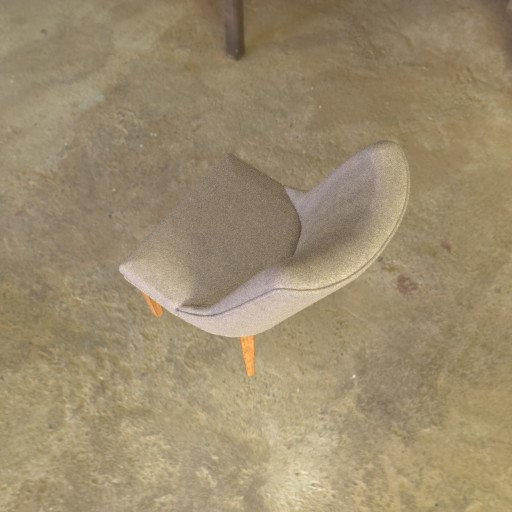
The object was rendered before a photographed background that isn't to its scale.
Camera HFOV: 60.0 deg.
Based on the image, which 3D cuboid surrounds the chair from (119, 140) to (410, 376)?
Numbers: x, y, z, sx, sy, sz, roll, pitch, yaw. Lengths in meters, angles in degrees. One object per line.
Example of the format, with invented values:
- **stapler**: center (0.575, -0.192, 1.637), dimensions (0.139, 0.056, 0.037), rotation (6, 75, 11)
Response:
- **chair**: center (0.000, 0.000, 1.322), dimensions (0.636, 0.916, 0.548), rotation (33, 68, 16)
